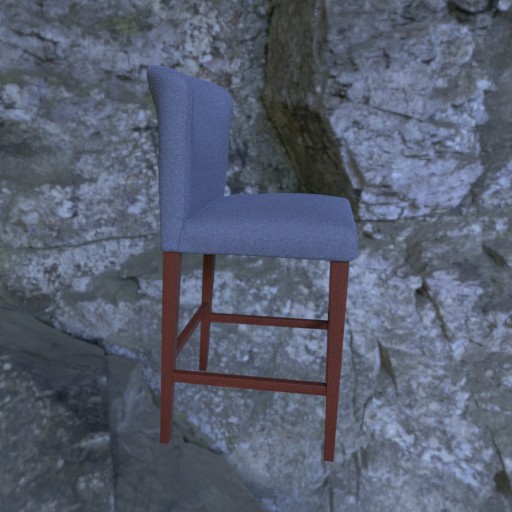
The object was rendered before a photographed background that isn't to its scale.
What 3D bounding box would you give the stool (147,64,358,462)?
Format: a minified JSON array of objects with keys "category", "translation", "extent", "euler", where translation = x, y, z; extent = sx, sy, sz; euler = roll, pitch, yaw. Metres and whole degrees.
[{"category":"stool","translation":[0.000,0.000,1.347],"extent":[0.568,1.069,0.481],"euler":[3,17,9]}]
